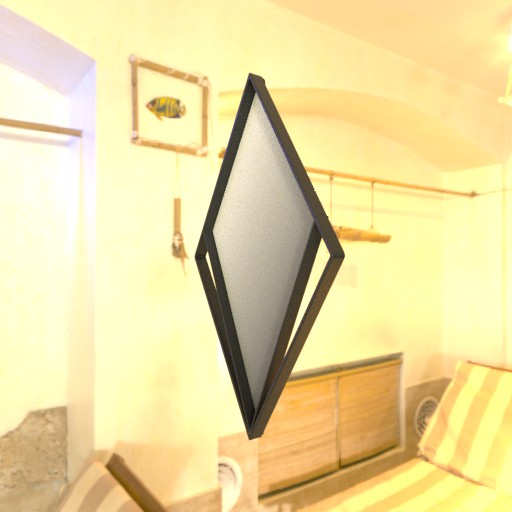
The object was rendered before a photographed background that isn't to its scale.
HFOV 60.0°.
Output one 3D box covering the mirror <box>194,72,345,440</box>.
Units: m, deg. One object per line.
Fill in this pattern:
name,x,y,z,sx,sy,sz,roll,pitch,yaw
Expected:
mirror,0.000,0.000,0.828,0.032,0.679,0.419,0,-1,-37
